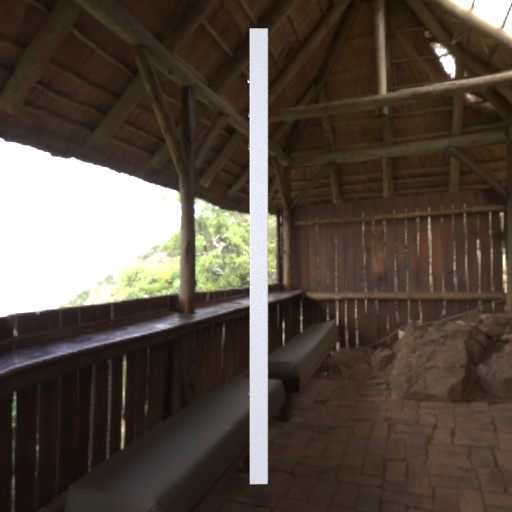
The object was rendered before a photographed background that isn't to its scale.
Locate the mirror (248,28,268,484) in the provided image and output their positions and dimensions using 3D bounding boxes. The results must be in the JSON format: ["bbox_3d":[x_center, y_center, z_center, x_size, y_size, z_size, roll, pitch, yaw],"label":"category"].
[{"bbox_3d":[0.000,0.000,1.194,0.041,0.914,0.609,0,1,-1],"label":"mirror"}]
